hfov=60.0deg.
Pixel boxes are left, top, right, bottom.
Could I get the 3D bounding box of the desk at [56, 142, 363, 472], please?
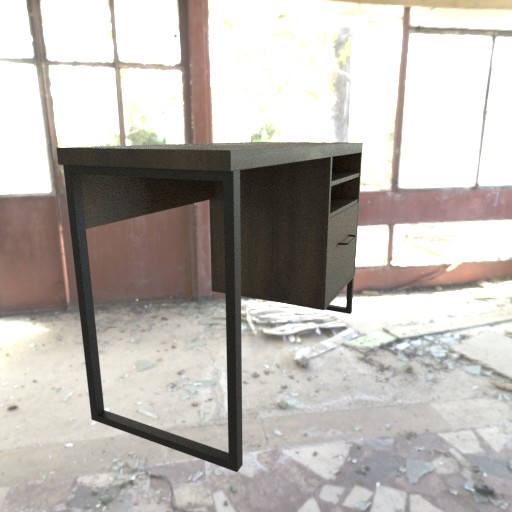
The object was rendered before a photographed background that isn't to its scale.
[{"bbox_3d":[0.000,0.000,1.538,0.511,0.752,1.134,7,17,25],"label":"desk"}]
